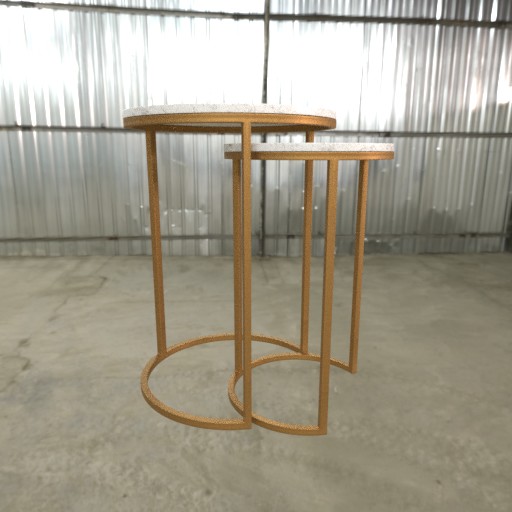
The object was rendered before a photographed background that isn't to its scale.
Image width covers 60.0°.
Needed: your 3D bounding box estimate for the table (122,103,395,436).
[{"bbox_3d":[0.000,0.000,0.893,0.507,0.550,0.400,6,15,24],"label":"table"}]
